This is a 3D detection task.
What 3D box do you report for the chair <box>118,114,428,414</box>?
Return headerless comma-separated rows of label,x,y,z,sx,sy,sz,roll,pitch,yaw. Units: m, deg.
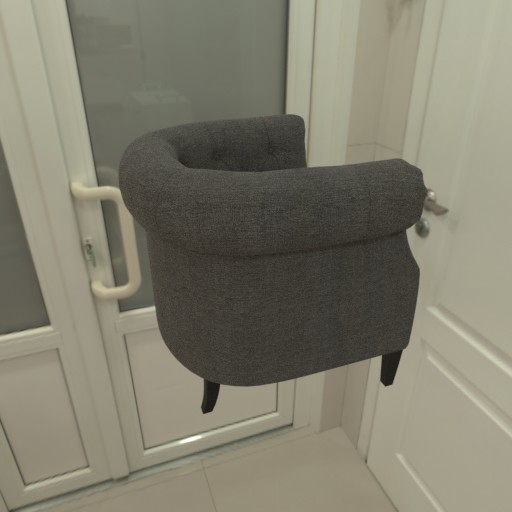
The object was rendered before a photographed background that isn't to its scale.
chair,0.000,0.000,1.572,0.852,0.827,0.905,-10,30,-18
